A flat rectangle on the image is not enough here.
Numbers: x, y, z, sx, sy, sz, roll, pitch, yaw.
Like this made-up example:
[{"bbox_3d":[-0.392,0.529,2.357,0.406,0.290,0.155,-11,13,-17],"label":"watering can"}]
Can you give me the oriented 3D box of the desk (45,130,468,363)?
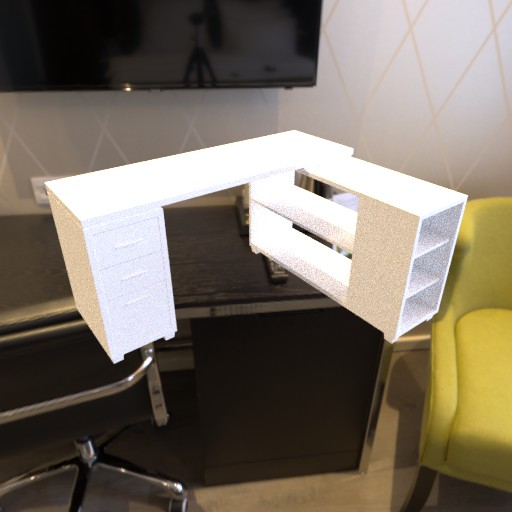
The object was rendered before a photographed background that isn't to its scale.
[{"bbox_3d":[0.000,0.000,2.208,1.524,0.759,1.199,-21,36,-31],"label":"desk"}]
